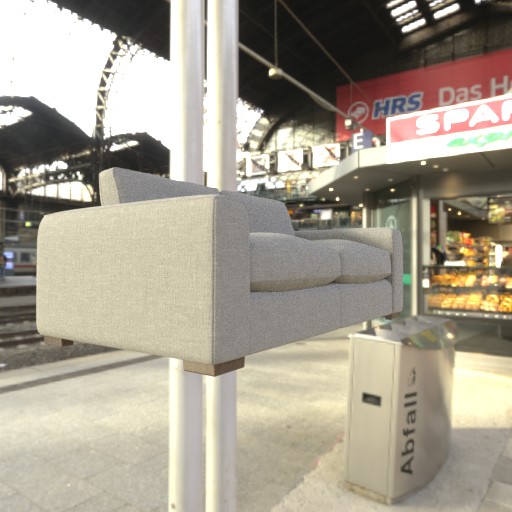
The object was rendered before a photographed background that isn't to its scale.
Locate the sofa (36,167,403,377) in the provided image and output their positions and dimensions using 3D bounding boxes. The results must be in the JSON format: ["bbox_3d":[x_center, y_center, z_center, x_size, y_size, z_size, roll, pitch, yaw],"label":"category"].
[{"bbox_3d":[0.000,0.000,2.440,1.069,0.800,1.920,-1,-1,35],"label":"sofa"}]
